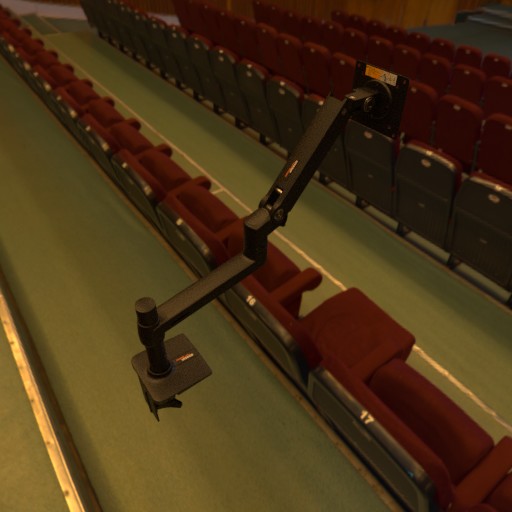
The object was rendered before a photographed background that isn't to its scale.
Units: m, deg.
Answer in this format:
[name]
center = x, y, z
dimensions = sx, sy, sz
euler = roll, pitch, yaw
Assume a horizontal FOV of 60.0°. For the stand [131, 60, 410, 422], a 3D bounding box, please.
[stand]
center = 0.000, 0.000, 1.020
dimensions = 0.650, 0.713, 0.152
euler = -25, 47, -26
